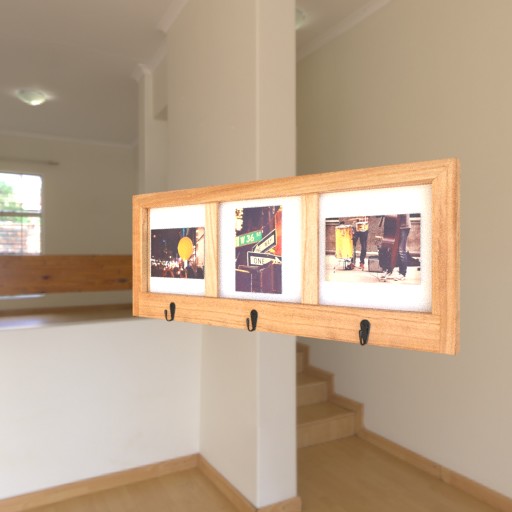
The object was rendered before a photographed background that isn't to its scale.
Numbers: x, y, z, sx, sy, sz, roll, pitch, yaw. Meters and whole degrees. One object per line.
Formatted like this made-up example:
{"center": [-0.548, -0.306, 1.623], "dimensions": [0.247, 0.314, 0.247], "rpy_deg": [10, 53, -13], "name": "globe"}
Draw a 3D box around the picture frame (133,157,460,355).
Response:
{"center": [0.000, 0.000, 0.694], "dimensions": [0.582, 0.234, 0.045], "rpy_deg": [0, 0, 35], "name": "picture frame"}
